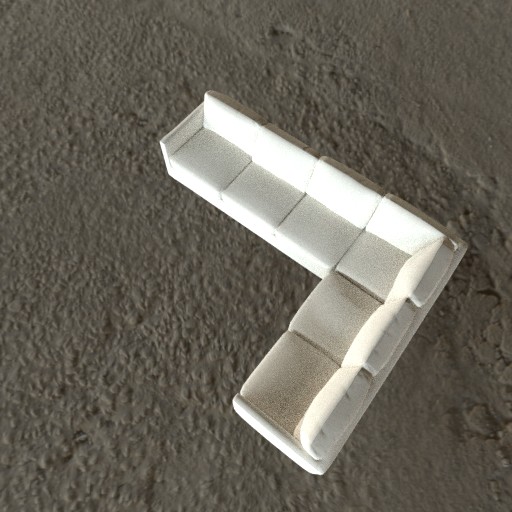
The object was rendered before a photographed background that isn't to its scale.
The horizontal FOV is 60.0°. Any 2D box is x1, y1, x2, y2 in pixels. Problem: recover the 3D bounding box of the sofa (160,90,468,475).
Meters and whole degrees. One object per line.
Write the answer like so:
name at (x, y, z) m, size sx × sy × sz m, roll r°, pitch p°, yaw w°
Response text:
sofa at (0.000, 0.000, 4.509) m, size 3.302 × 0.947 × 2.593 m, roll 35°, pitch 69°, yaw 15°
